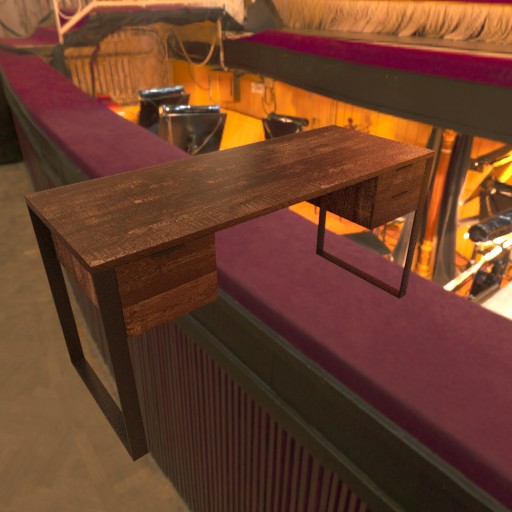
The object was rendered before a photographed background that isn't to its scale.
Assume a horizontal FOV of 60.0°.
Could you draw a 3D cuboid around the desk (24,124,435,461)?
[{"bbox_3d":[0.000,0.000,1.897,1.524,0.762,0.599,-22,37,-33],"label":"desk"}]
